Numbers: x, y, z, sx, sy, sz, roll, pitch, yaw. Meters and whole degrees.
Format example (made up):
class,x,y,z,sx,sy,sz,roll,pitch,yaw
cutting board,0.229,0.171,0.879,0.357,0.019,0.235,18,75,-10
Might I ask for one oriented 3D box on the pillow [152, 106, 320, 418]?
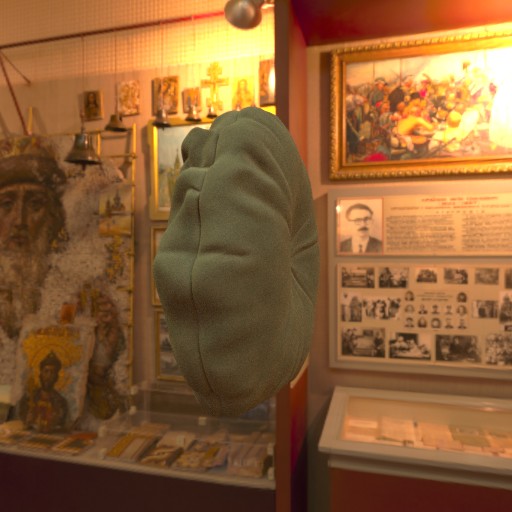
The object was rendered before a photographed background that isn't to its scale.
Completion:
class,x,y,z,sx,sy,sz,roll,pitch,yaw
pillow,0.000,0.000,0.644,0.148,0.407,0.428,0,0,18
